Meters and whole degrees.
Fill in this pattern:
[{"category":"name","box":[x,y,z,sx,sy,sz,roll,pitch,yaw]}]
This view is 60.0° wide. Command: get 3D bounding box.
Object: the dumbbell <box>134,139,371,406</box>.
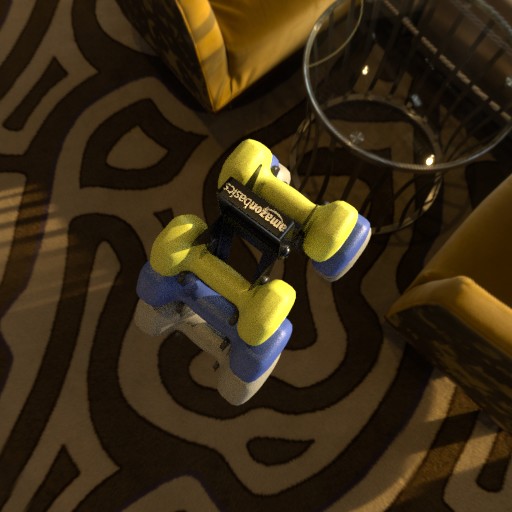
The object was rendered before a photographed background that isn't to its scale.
[{"category":"dumbbell","box":[0.000,0.000,0.699,0.261,0.426,0.416,37,78,10]}]
